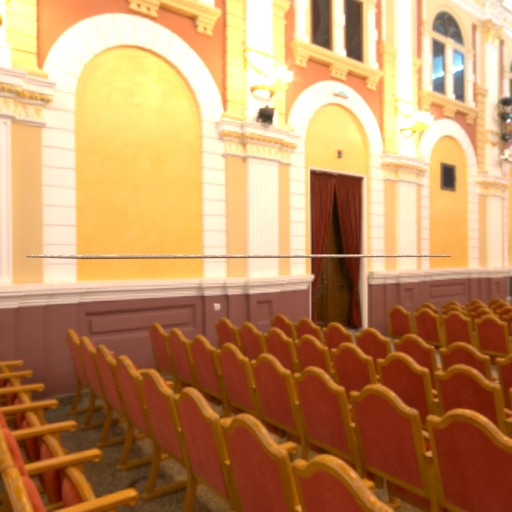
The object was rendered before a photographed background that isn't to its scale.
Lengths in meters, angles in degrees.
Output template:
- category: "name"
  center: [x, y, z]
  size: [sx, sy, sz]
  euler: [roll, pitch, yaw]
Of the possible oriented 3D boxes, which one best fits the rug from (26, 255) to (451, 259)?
- category: "rug"
  center: [0.000, 0.000, 1.405]
  size: [1.219, 0.007, 0.604]
  euler: [0, 0, -36]
